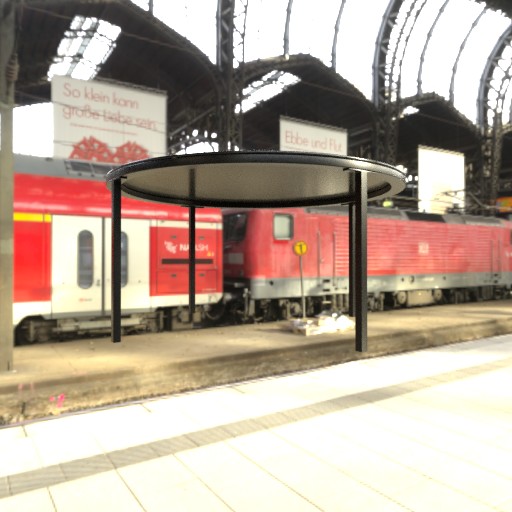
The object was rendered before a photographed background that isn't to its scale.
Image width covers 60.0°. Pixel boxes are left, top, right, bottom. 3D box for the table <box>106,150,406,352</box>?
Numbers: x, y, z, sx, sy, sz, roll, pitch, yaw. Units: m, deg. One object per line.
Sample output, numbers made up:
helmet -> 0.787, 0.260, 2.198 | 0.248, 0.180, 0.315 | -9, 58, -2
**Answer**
table -> 0.000, 0.000, 1.245 | 0.800, 0.400, 0.800 | 0, 0, 0
